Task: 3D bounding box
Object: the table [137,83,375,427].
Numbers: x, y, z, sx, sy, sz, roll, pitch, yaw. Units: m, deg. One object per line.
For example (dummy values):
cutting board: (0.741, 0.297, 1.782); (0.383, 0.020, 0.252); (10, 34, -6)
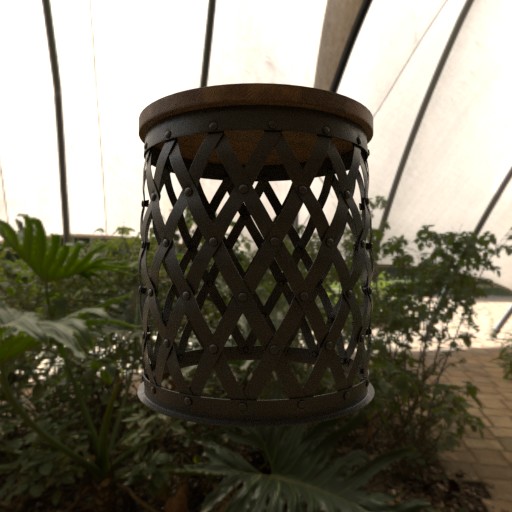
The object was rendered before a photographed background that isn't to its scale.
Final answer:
table: (0.000, 0.000, 0.786); (0.405, 0.454, 0.405); (0, -1, 0)
